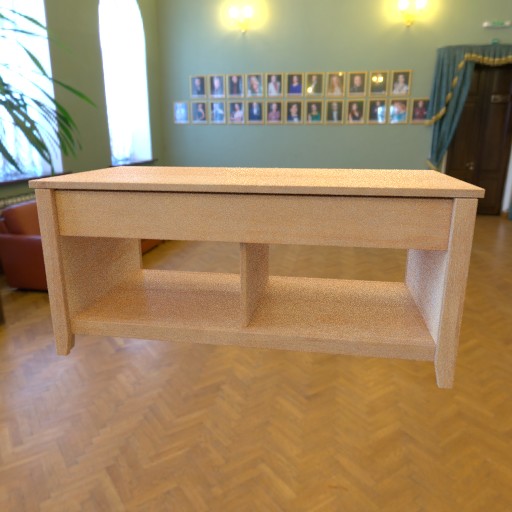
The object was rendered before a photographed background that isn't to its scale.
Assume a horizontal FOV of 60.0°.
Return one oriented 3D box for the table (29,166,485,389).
[{"bbox_3d":[0.000,0.000,1.263,1.016,0.457,0.483,3,16,9],"label":"table"}]
